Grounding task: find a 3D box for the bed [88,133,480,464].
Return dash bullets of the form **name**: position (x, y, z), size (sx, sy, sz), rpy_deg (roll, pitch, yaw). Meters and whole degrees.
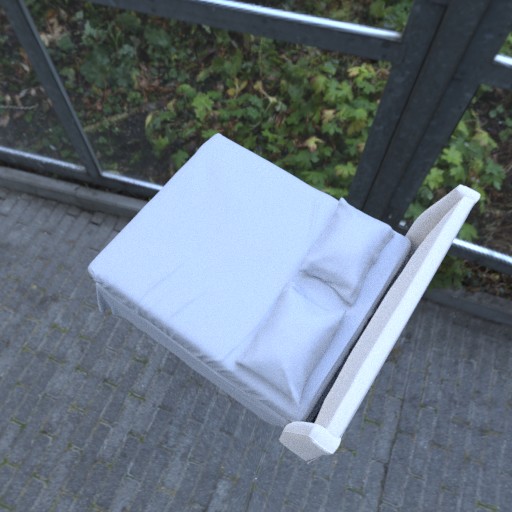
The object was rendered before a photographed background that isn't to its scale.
- **bed**: position (0.000, 0.000, 3.393), size (2.276, 1.332, 1.925), rpy_deg (32, 68, 15)
